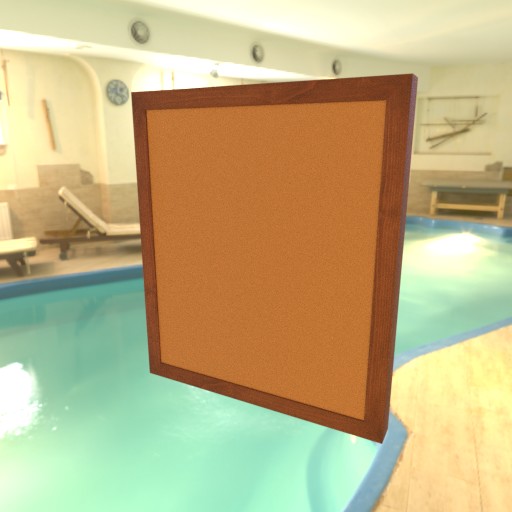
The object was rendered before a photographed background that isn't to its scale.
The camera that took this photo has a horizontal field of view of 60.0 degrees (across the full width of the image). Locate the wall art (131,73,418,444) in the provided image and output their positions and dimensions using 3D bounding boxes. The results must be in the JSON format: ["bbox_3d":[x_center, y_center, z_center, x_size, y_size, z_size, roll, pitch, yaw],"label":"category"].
[{"bbox_3d":[0.000,0.000,0.528,0.330,0.381,0.030,8,16,27],"label":"wall art"}]
